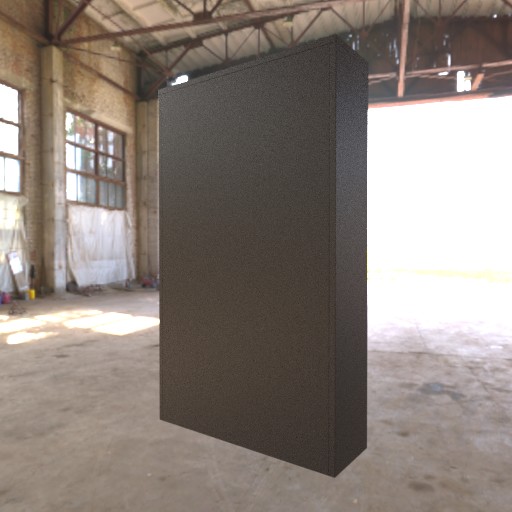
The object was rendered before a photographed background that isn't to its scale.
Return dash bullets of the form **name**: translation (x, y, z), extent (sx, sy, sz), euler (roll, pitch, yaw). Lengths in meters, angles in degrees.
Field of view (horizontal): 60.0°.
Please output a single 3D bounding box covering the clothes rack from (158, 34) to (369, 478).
- **clothes rack**: translation (0.000, 0.000, 1.599), extent (0.750, 1.280, 0.250), euler (1, 1, 36)
